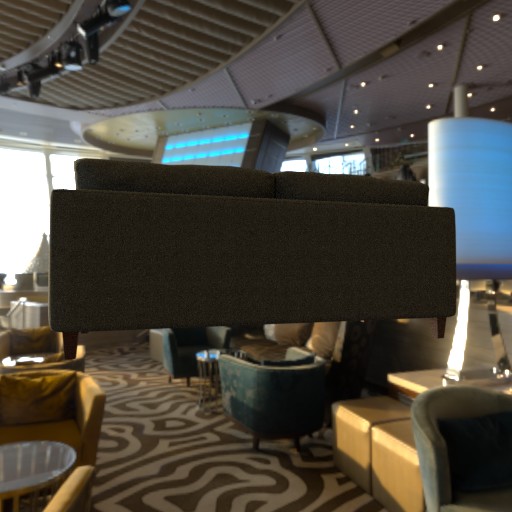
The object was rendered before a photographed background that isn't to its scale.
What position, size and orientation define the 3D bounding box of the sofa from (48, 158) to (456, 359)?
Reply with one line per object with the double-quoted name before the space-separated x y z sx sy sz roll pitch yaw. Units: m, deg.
"sofa" 0.000 0.000 2.711 2.208 0.965 0.948 0 -2 -17
